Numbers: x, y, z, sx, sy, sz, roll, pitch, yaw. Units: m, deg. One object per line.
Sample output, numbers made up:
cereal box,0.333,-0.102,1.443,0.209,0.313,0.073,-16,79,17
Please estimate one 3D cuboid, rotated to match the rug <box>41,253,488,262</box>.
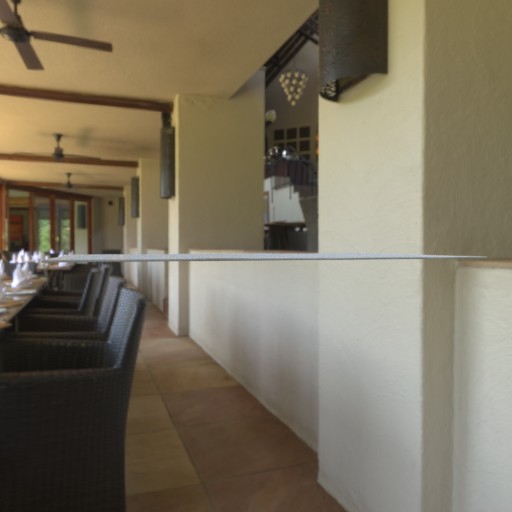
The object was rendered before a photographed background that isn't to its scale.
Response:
rug,0.000,0.000,3.041,2.460,0.016,1.545,0,1,-17
